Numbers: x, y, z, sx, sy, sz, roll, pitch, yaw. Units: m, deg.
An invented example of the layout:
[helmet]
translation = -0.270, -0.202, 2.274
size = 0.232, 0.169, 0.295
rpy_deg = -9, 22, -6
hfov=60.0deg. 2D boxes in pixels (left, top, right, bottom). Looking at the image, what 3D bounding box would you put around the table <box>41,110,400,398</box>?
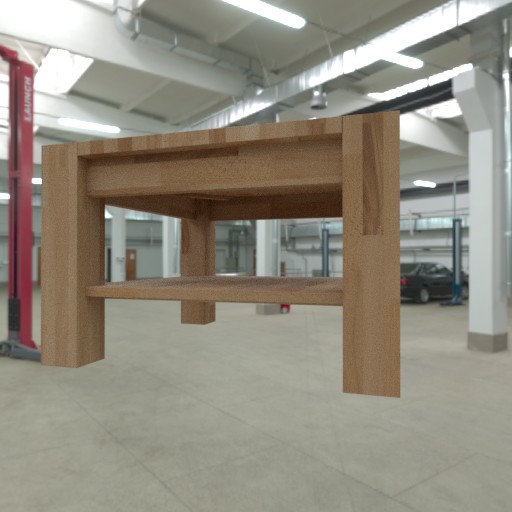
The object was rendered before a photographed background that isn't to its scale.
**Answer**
[table]
translation = 0.000, 0.000, 1.133
size = 0.700, 0.451, 0.700
rpy_deg = 0, 0, 18
